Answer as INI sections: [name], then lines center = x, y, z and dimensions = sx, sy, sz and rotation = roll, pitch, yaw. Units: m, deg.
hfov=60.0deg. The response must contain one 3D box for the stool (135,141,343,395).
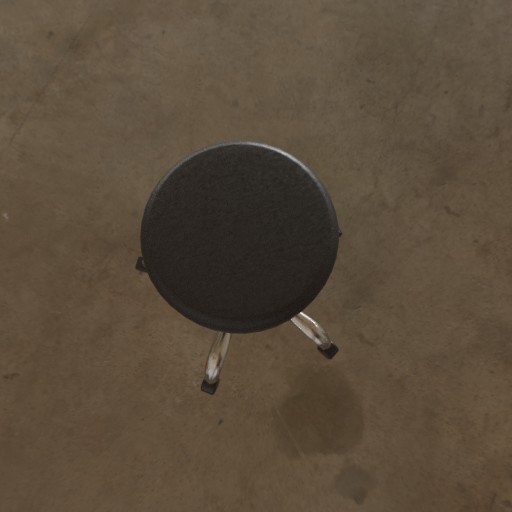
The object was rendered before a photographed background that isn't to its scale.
[stool]
center = 0.000, 0.000, 1.157
dimensions = 0.638, 0.576, 0.673
rotation = -29, 77, -7
